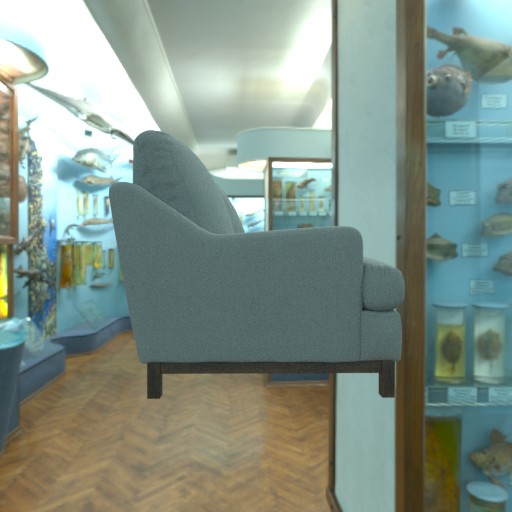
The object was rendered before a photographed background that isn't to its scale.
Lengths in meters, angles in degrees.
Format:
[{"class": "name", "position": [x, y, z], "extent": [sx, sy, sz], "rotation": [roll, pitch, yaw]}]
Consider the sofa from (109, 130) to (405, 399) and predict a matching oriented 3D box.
[{"class": "sofa", "position": [0.000, 0.000, 2.216], "extent": [0.987, 0.921, 1.589], "rotation": [0, 1, -1]}]
